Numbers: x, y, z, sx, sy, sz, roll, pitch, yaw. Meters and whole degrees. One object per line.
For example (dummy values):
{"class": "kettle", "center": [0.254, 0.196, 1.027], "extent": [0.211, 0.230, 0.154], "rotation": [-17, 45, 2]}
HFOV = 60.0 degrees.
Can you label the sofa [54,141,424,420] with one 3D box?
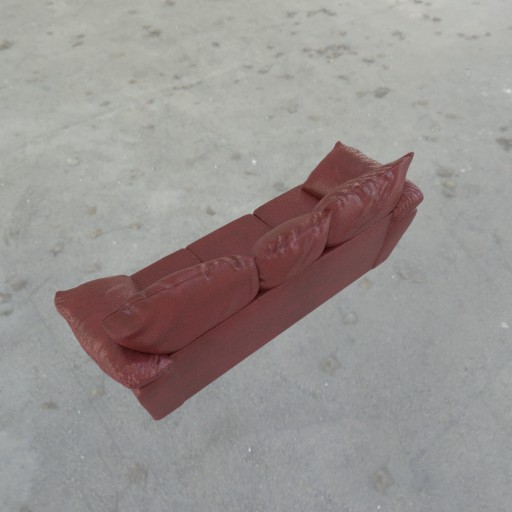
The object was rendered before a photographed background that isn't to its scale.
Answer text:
{"class": "sofa", "center": [0.000, 0.000, 2.923], "extent": [2.390, 1.091, 0.907], "rotation": [-31, 55, -25]}
